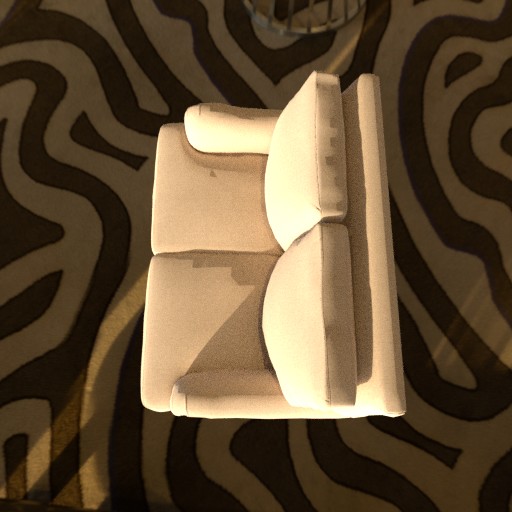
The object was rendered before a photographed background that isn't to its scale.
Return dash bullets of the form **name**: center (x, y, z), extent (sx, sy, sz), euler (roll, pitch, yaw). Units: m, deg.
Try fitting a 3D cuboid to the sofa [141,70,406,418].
- **sofa**: center (0.000, 0.000, 2.209), extent (1.087, 1.048, 1.508), euler (0, 75, 0)
